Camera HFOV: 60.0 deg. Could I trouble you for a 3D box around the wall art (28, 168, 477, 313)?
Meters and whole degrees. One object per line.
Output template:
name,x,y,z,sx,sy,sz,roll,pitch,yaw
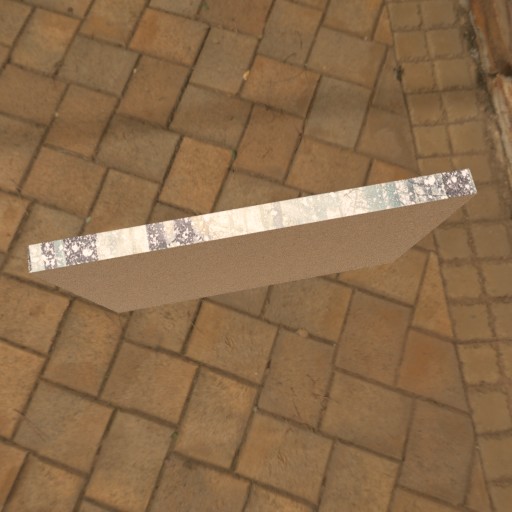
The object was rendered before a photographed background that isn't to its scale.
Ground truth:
wall art,0.000,0.000,0.796,0.618,0.398,0.042,-10,75,-3
